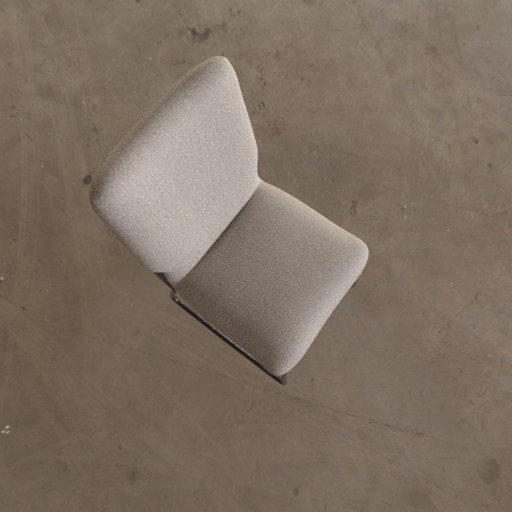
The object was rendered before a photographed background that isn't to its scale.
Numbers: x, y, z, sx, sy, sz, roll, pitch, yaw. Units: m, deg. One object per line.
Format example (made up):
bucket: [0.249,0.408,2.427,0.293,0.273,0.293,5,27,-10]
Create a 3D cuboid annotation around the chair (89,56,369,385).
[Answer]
chair: [0.000,0.000,1.202,0.560,0.864,0.448,36,77,10]
